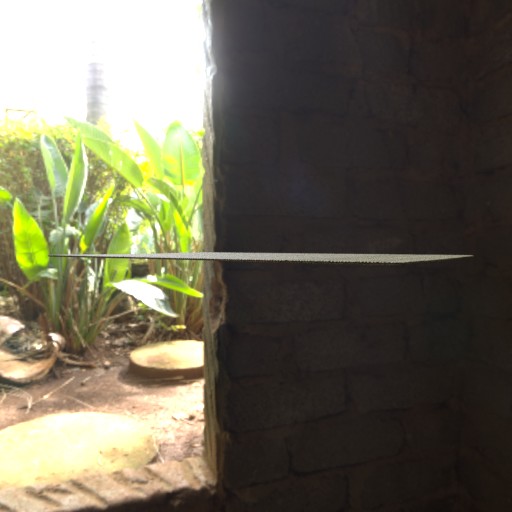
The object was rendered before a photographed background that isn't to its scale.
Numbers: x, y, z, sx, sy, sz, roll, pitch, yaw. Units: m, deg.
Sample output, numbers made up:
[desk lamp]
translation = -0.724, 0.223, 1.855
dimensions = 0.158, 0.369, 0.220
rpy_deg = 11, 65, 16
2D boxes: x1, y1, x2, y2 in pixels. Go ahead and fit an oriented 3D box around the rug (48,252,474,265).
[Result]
[rug]
translation = 0.000, 0.000, 2.164
dimensions = 1.758, 0.010, 1.143
rpy_deg = 1, 2, 35
